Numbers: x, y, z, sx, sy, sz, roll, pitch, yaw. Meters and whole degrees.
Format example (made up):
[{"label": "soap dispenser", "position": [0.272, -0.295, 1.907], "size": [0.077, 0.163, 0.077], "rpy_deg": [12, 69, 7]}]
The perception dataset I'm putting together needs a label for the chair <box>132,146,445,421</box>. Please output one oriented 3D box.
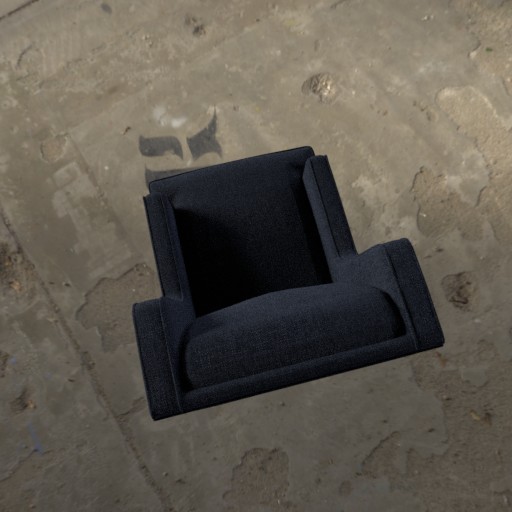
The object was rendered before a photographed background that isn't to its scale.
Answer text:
[{"label": "chair", "position": [0.000, 0.000, 1.706], "size": [0.764, 1.072, 0.947], "rpy_deg": [-14, 76, -3]}]
